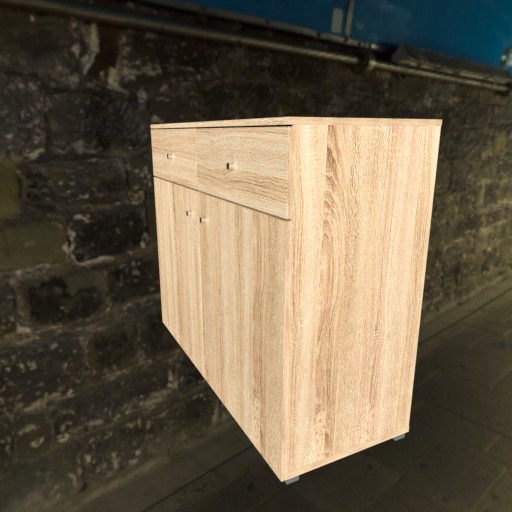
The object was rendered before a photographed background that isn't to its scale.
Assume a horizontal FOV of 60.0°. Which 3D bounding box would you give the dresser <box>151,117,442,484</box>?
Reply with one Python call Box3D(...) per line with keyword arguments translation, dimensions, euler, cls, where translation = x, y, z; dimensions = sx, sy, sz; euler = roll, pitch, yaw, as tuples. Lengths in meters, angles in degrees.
Box3D(translation=(0.000, 0.000, 1.563), dimensions=(0.450, 0.900, 1.100), euler=(-8, 17, -26), cls="dresser")
